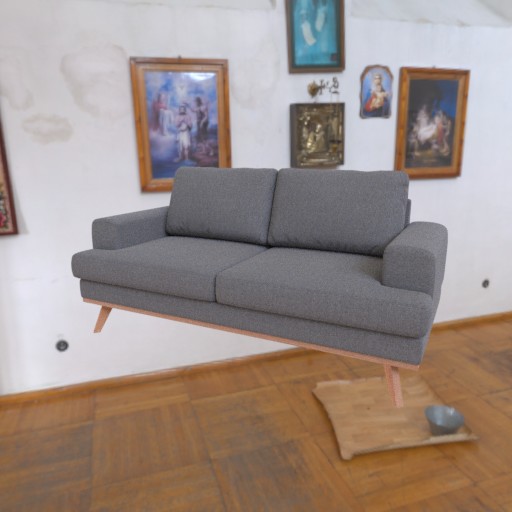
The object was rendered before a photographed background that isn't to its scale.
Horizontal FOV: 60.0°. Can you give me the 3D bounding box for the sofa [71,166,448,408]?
[{"bbox_3d":[0.000,0.000,2.121,1.650,0.810,0.785,7,15,26],"label":"sofa"}]
